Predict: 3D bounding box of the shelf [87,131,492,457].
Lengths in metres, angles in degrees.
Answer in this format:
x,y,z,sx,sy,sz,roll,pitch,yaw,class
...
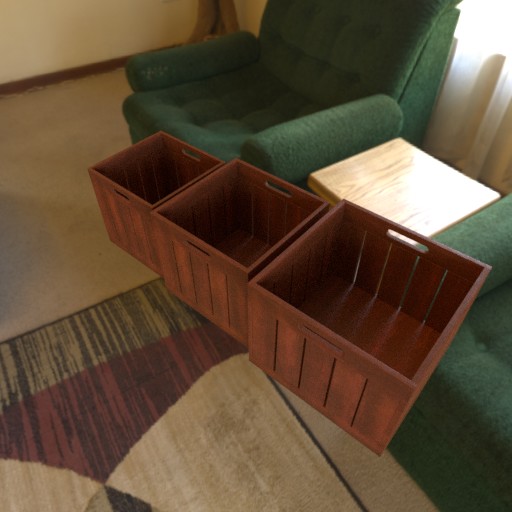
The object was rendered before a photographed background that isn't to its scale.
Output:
x,y,z,sx,sy,sz,roll,pitch,yaw,class
0.000,0.000,1.247,1.064,0.311,0.393,31,52,27,shelf
